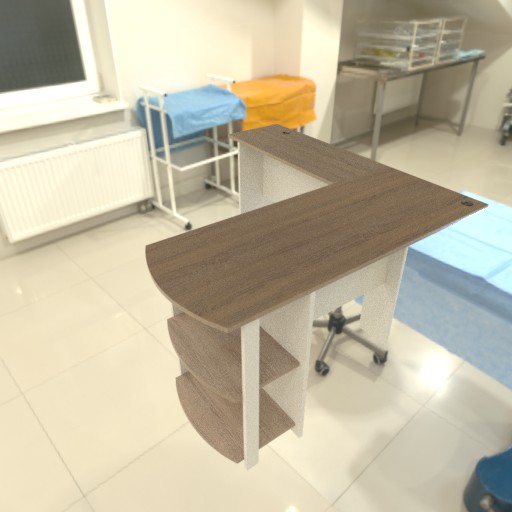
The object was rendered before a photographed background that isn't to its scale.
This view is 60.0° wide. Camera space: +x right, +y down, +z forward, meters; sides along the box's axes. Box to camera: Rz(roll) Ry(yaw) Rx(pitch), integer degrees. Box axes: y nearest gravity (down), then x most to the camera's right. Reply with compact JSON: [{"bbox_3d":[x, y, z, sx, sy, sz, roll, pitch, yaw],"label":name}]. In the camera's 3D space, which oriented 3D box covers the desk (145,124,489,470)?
[{"bbox_3d":[0.000,0.000,2.098,1.303,0.716,1.361,-22,39,-30],"label":"desk"}]
